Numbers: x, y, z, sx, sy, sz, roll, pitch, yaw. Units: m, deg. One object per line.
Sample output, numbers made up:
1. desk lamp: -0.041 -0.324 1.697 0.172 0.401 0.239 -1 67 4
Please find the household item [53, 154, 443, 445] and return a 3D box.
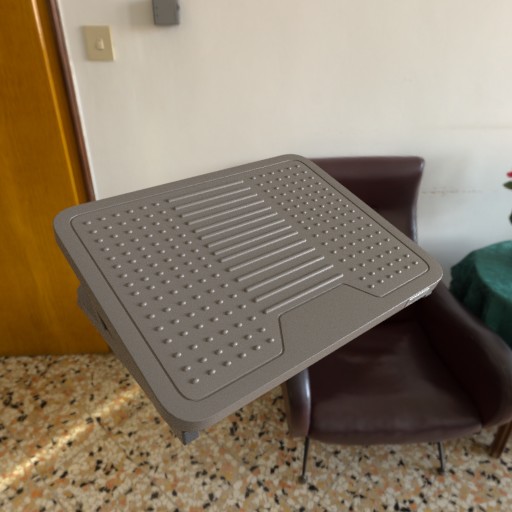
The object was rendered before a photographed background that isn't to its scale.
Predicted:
1. household item: 0.000 0.000 0.539 0.390 0.126 0.301 -21 36 -33
